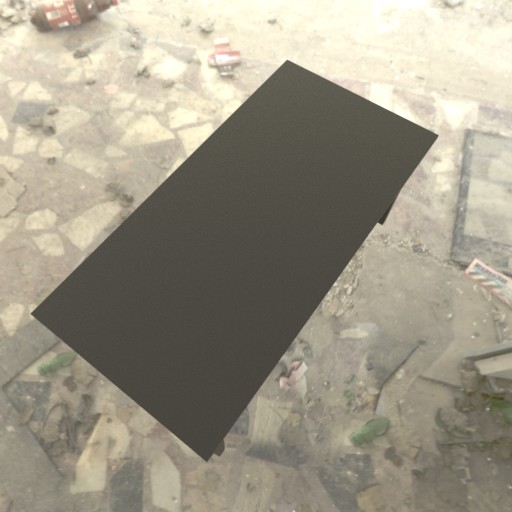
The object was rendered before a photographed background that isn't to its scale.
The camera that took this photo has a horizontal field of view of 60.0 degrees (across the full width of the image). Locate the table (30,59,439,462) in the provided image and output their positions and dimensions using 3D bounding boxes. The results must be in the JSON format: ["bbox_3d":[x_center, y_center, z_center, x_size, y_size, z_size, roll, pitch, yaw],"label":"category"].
[{"bbox_3d":[0.000,0.000,1.347,0.523,0.470,1.044,33,68,15],"label":"table"}]
